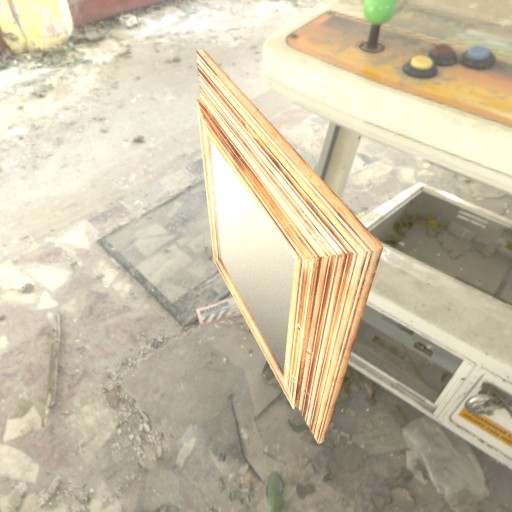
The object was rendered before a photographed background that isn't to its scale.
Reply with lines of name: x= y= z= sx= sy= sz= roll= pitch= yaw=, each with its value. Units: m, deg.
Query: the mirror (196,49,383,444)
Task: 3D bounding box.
mirror: x=0.000 y=0.000 z=1.215 sx=0.061 sy=0.804 sz=0.804 roll=-19 pitch=50 yaw=-16
